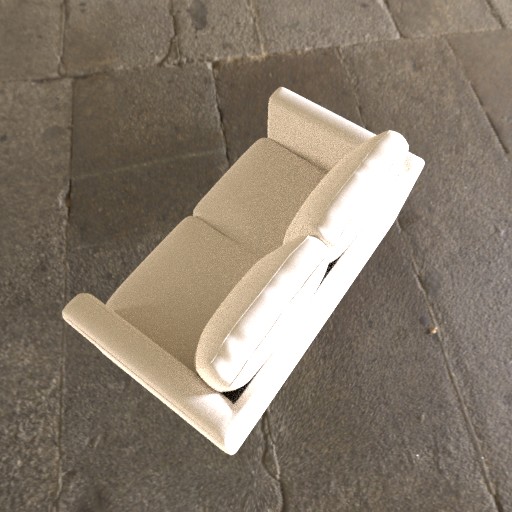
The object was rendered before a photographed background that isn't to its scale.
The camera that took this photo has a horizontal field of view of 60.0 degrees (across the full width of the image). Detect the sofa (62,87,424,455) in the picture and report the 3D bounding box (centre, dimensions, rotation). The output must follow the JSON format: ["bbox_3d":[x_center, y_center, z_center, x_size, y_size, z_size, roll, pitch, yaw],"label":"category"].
[{"bbox_3d":[0.000,0.000,1.977,0.796,0.908,1.430,33,68,15],"label":"sofa"}]
